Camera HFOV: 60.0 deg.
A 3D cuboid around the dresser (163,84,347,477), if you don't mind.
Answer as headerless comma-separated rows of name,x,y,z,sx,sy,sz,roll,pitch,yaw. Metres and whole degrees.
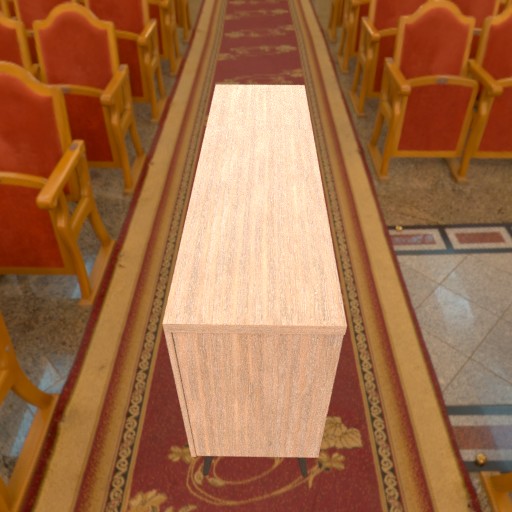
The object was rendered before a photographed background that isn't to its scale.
dresser,0.000,0.000,1.930,0.457,0.914,1.524,1,42,1
